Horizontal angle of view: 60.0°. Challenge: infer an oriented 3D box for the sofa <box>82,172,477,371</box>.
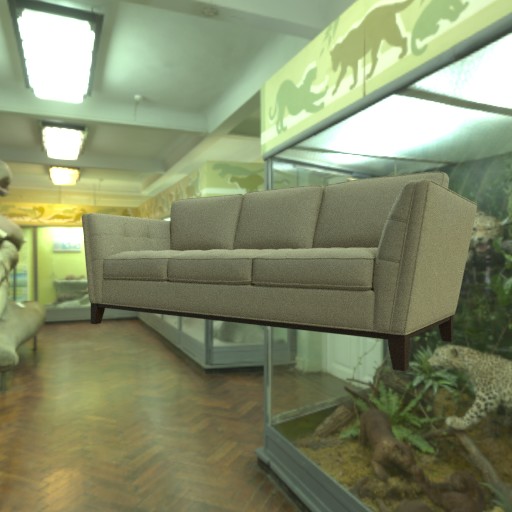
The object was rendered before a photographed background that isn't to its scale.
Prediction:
[{"bbox_3d":[0.000,0.000,2.813,2.388,0.940,0.965,0,0,37],"label":"sofa"}]
